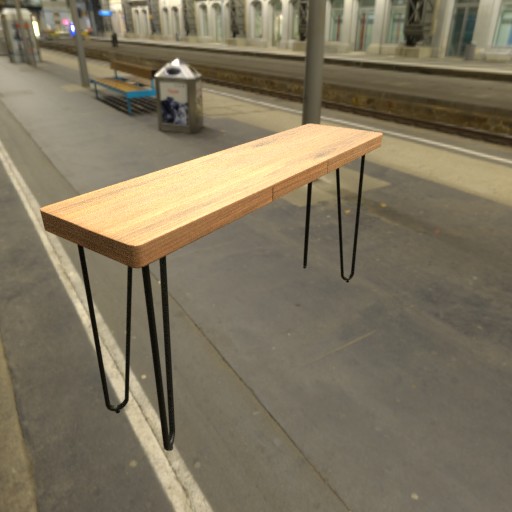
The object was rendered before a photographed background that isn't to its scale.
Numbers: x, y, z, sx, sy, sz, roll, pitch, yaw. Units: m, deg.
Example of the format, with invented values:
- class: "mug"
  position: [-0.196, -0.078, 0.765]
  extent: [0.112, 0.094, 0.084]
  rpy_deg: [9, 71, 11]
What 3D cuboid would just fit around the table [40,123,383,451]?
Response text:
- class: "table"
  position: [0.000, 0.000, 1.920]
  extent: [0.425, 0.834, 1.570]
  rpy_deg: [18, 33, 31]
